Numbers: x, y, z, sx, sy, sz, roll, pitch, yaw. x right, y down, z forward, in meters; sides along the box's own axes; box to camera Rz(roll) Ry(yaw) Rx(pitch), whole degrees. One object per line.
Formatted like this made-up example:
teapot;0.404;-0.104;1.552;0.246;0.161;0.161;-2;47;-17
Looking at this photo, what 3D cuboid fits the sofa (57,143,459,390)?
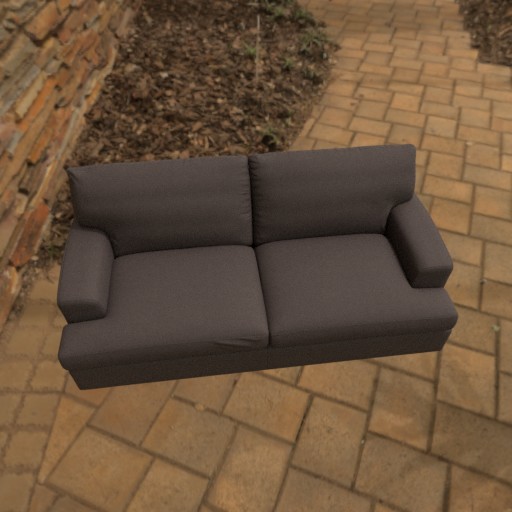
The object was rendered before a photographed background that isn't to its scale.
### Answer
sofa;0.000;0.000;2.730;2.271;0.950;1.140;-5;46;-5
